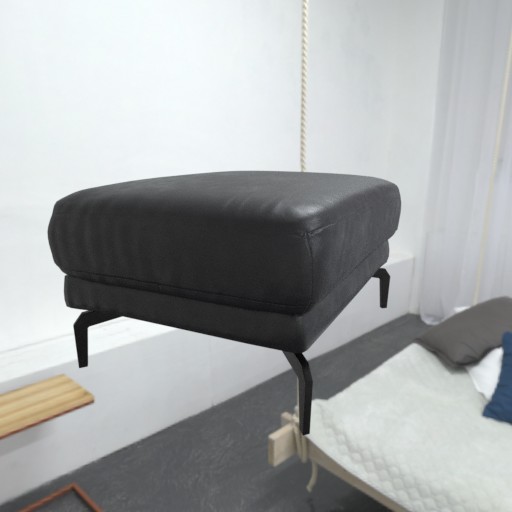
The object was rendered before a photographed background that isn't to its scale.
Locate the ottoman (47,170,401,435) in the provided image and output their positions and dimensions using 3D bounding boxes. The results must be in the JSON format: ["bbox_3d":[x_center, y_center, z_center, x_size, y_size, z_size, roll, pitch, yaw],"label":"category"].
[{"bbox_3d":[0.000,0.000,1.084,0.570,0.402,0.764,7,15,26],"label":"ottoman"}]
